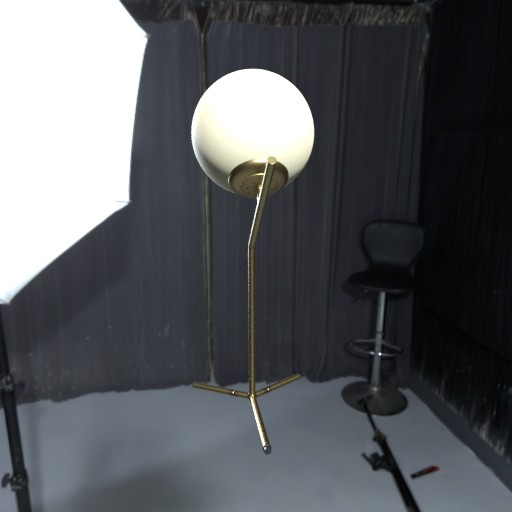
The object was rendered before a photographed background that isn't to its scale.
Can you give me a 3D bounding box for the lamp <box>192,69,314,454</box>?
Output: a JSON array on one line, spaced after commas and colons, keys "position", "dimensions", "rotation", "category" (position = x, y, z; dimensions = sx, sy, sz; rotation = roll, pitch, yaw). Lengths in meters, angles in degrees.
[{"position": [0.000, 0.000, 0.690], "dimensions": [0.210, 0.552, 0.251], "rotation": [-2, 13, -9], "category": "lamp"}]
